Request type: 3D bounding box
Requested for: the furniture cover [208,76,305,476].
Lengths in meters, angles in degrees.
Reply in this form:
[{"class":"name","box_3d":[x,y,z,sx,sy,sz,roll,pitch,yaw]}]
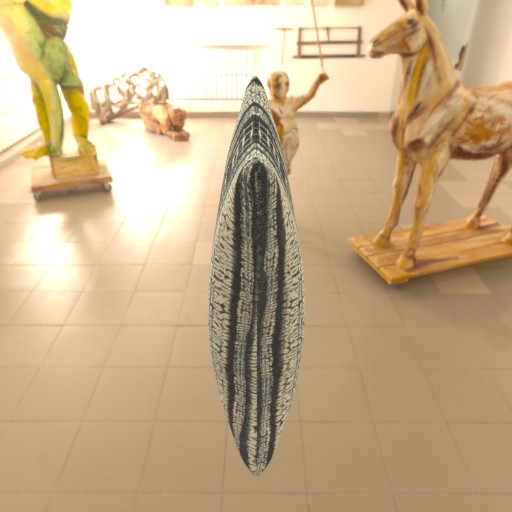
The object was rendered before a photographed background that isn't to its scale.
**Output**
[{"class":"furniture cover","box_3d":[0.000,0.000,0.657,0.133,0.435,0.425,0,31,0]}]
